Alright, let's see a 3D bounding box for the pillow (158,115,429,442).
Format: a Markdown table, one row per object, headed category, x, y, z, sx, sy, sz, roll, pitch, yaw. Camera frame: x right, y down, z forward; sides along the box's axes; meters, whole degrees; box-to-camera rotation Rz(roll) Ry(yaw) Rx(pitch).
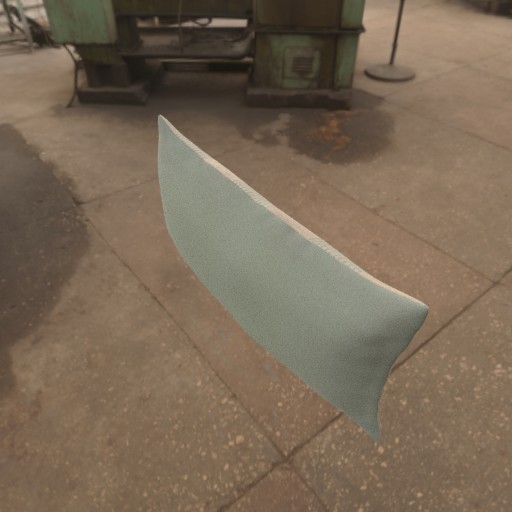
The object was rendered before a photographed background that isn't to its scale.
| category | x | y | z | sx | sy | sz | roll | pitch | yaw |
| --- | --- | --- | --- | --- | --- | --- | --- | --- | --- |
| pillow | 0.000 | 0.000 | 0.732 | 0.151 | 0.287 | 0.610 | -25 | 47 | -26 |
